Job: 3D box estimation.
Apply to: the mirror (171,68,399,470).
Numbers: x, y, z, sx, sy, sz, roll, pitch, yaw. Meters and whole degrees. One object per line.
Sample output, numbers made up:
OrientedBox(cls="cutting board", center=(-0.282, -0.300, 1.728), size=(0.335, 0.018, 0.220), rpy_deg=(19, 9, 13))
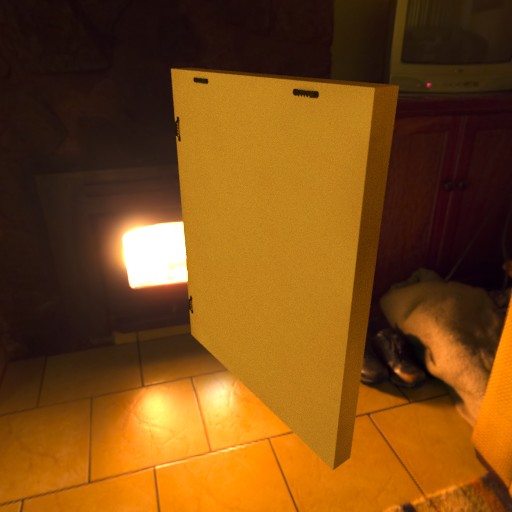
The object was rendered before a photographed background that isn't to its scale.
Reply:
OrientedBox(cls="mirror", center=(0.000, 0.000, 0.671), size=(0.041, 0.509, 0.406), rpy_deg=(-18, 31, -33))
